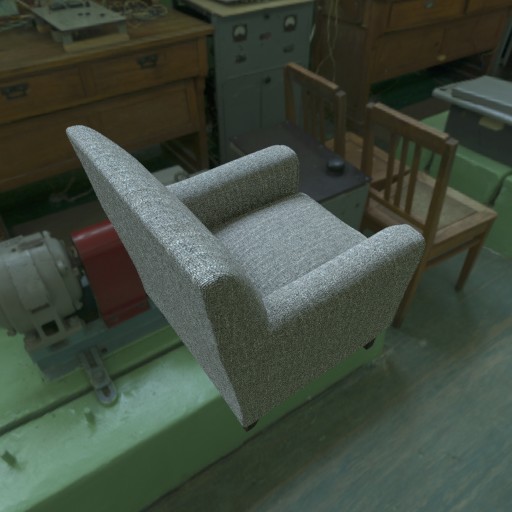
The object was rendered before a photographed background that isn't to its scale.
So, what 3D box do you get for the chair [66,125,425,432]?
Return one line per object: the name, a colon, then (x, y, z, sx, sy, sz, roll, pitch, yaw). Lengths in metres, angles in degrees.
chair: (0.000, 0.000, 1.629, 0.873, 0.928, 0.864, -26, 48, -25)
